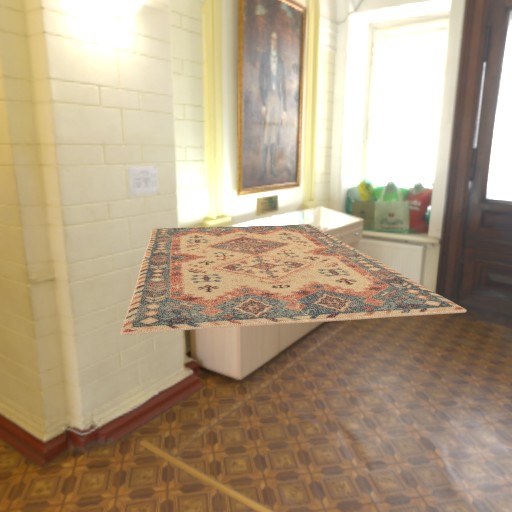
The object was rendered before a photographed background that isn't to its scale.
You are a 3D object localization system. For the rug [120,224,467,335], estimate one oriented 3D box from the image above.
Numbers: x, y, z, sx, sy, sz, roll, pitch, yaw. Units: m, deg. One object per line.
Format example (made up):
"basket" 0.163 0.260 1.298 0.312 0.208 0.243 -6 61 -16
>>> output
"rug" 0.000 0.000 3.055 1.521 0.023 2.464 -2 13 -10
